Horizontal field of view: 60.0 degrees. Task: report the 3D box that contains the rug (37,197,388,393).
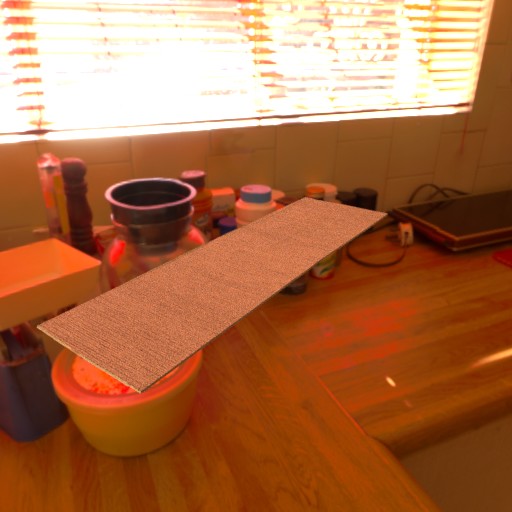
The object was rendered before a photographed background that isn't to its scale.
[{"bbox_3d":[0.000,0.000,2.603,0.692,0.032,2.320,18,31,33],"label":"rug"}]
